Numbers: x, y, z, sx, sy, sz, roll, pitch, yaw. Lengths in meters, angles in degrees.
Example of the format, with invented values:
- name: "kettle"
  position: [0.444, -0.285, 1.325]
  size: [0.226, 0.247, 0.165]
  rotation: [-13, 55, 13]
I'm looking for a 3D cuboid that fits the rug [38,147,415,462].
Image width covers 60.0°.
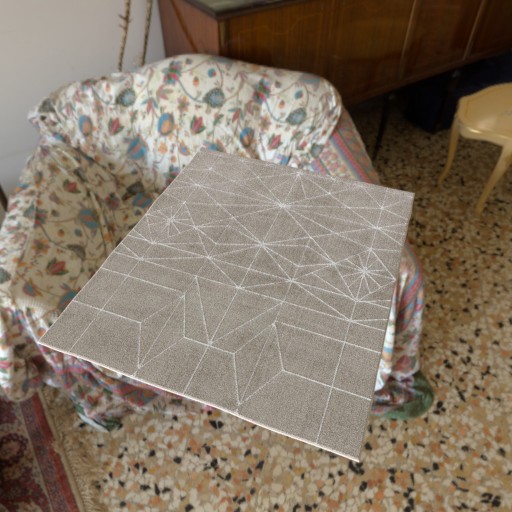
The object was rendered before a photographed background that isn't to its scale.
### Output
- name: "rug"
  position: [0.000, 0.000, 0.885]
  size: [0.548, 0.006, 0.639]
  rotation: [15, 48, 14]
